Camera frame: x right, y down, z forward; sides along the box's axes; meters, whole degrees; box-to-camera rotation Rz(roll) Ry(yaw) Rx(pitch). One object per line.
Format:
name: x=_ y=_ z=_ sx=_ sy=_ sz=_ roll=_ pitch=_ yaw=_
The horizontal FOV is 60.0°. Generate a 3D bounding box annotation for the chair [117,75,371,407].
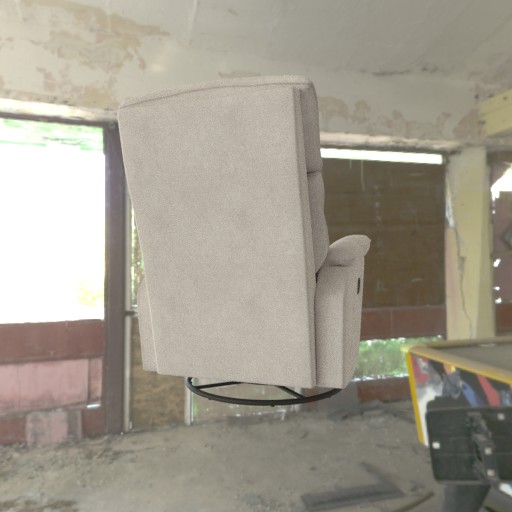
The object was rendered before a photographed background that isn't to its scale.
chair: x=0.000 y=0.000 z=1.726 sx=0.820 sy=1.039 sz=1.001 roll=0 pitch=-1 yaw=19
